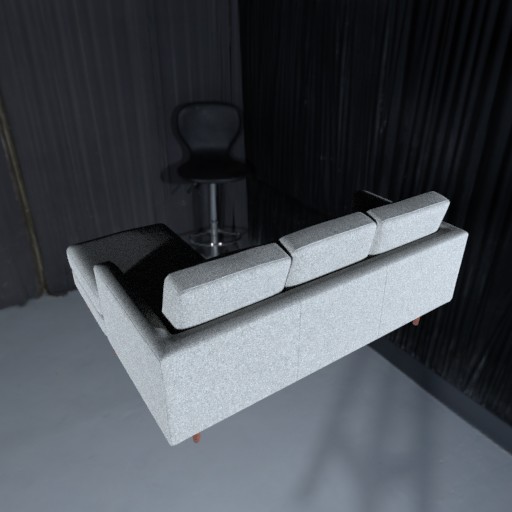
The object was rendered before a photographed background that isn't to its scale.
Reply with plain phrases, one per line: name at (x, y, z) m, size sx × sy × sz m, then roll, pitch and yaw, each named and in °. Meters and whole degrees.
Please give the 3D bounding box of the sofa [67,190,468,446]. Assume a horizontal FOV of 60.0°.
sofa at (0.000, 0.000, 2.938) m, size 2.055 × 0.957 × 1.667 m, roll -18°, pitch 34°, yaw -29°
